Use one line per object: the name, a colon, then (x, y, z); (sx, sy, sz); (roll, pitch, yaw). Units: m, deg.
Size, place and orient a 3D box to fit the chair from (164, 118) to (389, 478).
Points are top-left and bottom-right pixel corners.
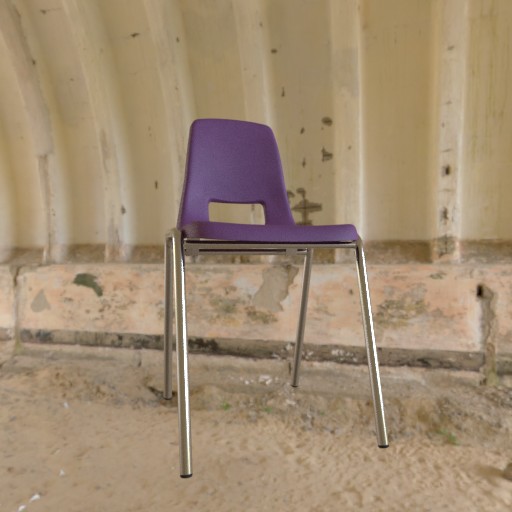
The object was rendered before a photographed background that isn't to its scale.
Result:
chair: (0.000, 0.000, 0.953); (0.381, 0.704, 0.432); (0, 0, -17)
